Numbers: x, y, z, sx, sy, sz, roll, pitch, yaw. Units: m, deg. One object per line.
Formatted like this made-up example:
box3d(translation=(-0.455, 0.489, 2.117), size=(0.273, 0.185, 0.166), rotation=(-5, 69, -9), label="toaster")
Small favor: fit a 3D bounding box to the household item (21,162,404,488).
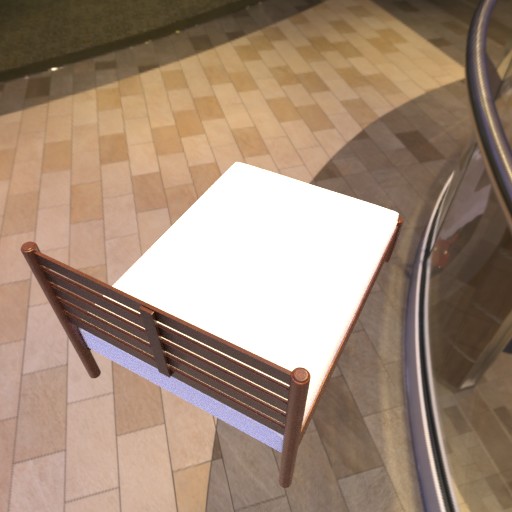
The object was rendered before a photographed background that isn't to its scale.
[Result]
box3d(translation=(0.000, 0.000, 3.225), size=(1.663, 1.356, 2.232), rotation=(21, 50, 19), label="household item")
